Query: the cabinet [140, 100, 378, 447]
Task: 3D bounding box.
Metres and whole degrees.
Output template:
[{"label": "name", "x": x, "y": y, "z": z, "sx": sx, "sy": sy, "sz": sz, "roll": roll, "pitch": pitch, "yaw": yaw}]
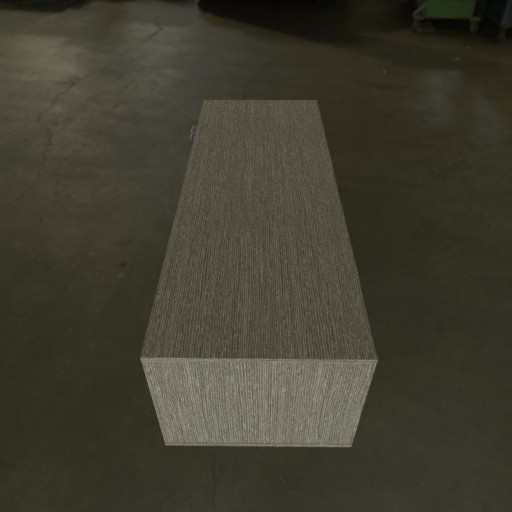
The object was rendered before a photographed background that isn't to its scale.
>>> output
[{"label": "cabinet", "x": 0.000, "y": 0.000, "z": 1.571, "sx": 0.500, "sy": 0.599, "sz": 1.300, "roll": 0, "pitch": 41, "yaw": 0}]
